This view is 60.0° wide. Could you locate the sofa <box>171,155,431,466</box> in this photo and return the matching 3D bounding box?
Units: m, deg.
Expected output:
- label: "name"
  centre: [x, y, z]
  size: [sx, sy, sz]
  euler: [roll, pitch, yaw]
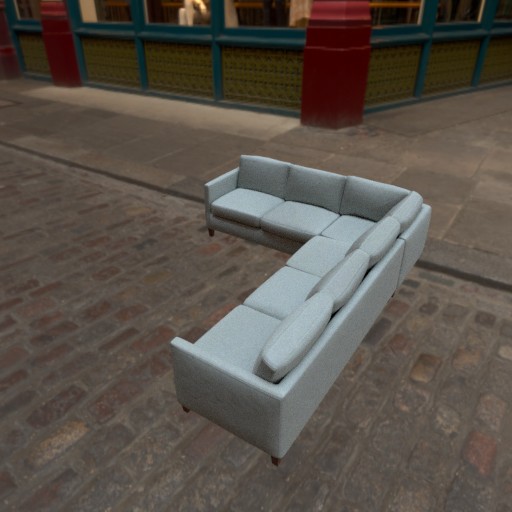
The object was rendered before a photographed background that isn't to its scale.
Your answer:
- label: "sofa"
  centre: [0.000, 0.000, 4.493]
  size: [2.592, 0.947, 3.301]
  euler: [19, 36, 28]
